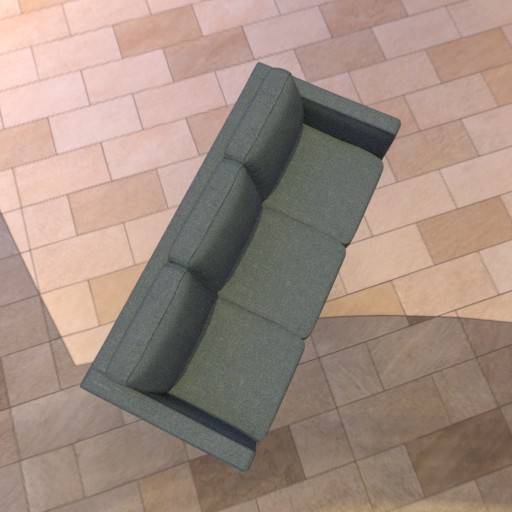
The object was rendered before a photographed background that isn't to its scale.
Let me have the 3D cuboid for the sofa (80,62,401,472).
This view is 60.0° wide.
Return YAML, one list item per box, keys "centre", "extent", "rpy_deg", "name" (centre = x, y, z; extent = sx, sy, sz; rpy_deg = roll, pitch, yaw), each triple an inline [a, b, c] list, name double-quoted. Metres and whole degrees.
- centre: [0.000, 0.000, 2.527]
  extent: [0.935, 0.945, 2.013]
  rpy_deg: [25, 77, 6]
  name: "sofa"
